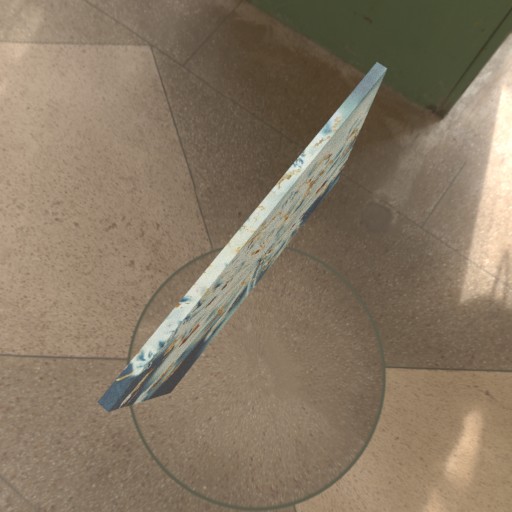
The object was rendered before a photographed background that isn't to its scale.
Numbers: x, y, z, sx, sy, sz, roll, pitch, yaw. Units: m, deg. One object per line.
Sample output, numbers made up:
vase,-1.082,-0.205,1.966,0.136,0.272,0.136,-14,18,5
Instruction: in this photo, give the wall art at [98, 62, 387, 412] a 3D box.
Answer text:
wall art,0.000,0.000,1.486,0.035,0.759,1.138,37,79,9
